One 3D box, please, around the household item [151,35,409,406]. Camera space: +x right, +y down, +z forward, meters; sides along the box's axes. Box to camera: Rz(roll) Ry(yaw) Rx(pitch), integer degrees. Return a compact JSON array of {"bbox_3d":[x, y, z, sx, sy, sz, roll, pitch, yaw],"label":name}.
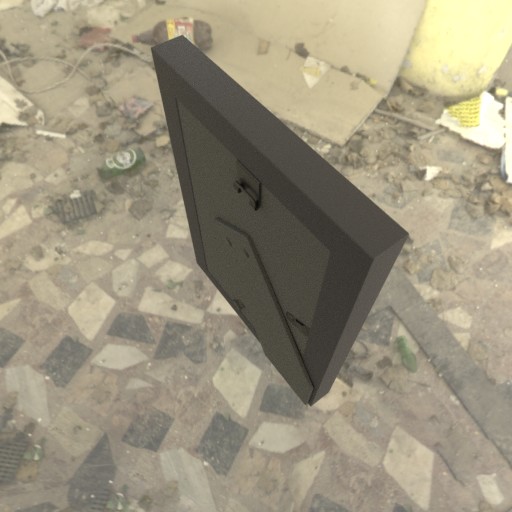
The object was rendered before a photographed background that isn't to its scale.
[{"bbox_3d":[0.000,0.000,0.237,0.022,0.178,0.133,-32,63,-19],"label":"household item"}]
